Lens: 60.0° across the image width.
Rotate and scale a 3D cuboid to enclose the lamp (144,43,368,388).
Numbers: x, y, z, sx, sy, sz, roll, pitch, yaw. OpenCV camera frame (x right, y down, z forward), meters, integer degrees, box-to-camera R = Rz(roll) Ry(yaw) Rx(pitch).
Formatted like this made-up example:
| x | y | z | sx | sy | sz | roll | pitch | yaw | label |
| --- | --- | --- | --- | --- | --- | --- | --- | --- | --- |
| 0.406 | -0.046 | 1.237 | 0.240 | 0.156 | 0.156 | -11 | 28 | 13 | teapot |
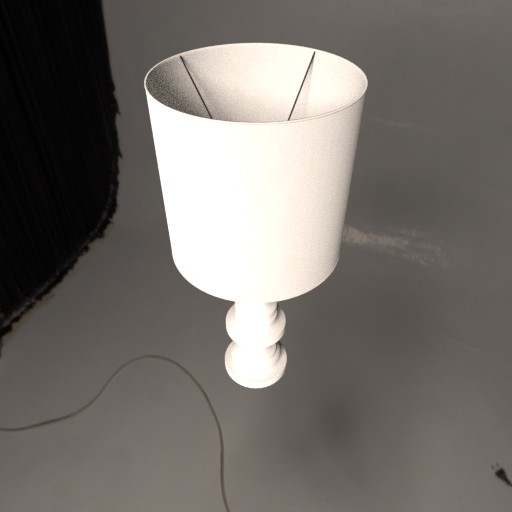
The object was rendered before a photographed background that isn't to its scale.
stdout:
| x | y | z | sx | sy | sz | roll | pitch | yaw | label |
| --- | --- | --- | --- | --- | --- | --- | --- | --- | --- |
| 0.000 | 0.000 | 0.570 | 0.208 | 0.455 | 0.208 | 13 | 43 | 14 | lamp |
